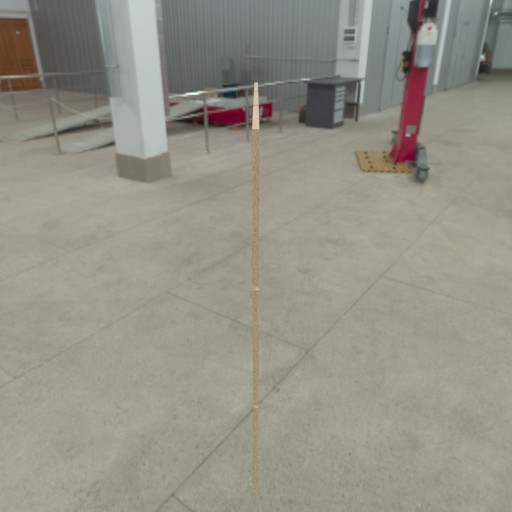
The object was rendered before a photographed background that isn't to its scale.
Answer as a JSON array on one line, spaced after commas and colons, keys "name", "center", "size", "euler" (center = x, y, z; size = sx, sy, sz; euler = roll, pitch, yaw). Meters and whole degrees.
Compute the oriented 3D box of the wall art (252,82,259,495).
[{"name": "wall art", "center": [0.000, 0.000, 1.343], "size": [0.012, 0.910, 0.917], "euler": [0, 26, 0]}]
